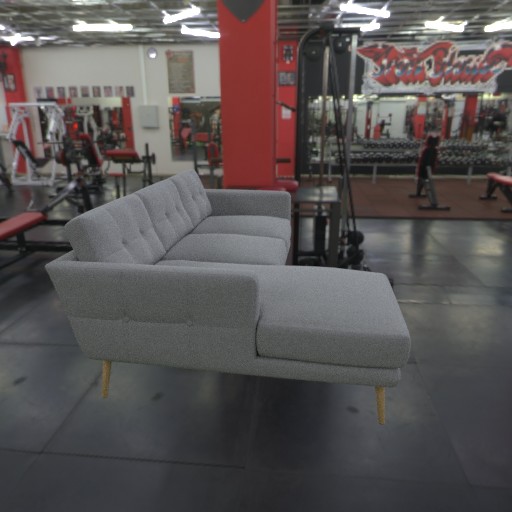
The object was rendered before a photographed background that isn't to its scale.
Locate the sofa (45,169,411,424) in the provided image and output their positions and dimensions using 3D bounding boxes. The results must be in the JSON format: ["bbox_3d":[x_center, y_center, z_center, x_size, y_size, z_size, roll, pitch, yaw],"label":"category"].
[{"bbox_3d":[0.000,0.000,2.769,1.530,0.860,2.040,3,18,8],"label":"sofa"}]
